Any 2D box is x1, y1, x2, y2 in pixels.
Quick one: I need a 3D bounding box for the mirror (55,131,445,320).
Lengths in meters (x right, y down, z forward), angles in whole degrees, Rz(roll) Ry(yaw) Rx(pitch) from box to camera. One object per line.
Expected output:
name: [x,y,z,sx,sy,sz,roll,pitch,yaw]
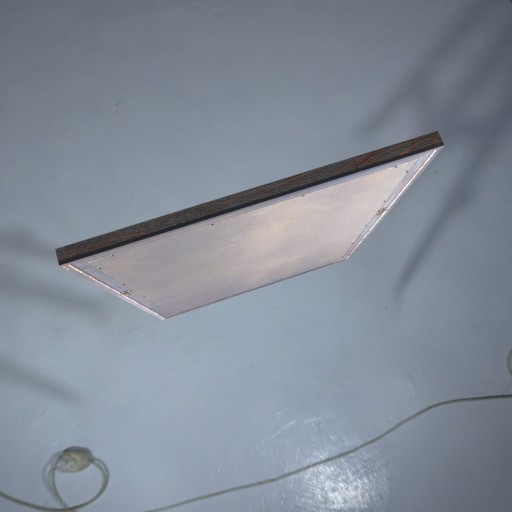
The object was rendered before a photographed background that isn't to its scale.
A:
mirror: [0.000,0.000,1.228,0.730,0.882,0.032,-18,76,-4]
